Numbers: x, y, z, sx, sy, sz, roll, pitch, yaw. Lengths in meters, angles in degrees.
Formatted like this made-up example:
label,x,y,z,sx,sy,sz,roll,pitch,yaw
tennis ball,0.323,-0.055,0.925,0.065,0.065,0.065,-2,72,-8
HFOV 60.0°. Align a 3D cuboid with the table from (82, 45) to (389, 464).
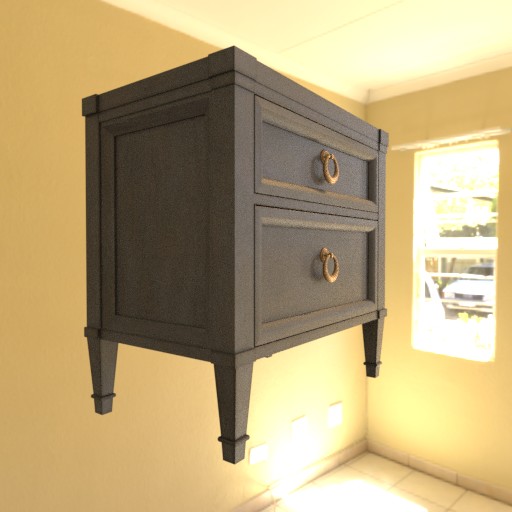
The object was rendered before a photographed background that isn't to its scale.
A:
label,x,y,z,sx,sy,sz,roll,pitch,yaw
table,0.000,0.000,1.069,0.413,0.660,0.660,1,1,37
